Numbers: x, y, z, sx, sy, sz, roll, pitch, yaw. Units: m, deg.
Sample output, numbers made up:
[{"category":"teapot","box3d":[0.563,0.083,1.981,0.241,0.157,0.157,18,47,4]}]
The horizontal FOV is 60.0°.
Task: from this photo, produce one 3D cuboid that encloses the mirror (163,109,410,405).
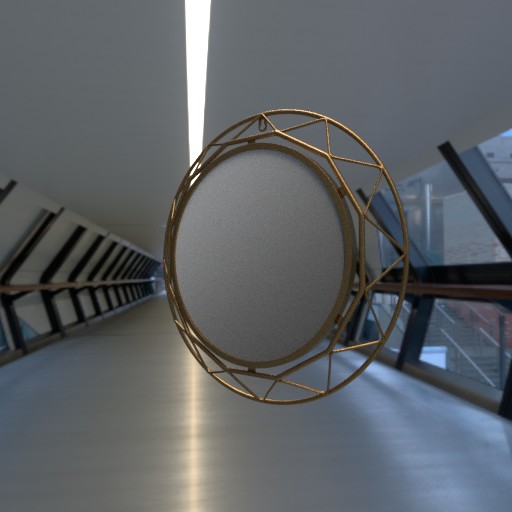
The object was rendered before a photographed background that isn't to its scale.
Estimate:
[{"category":"mirror","box3d":[0.000,0.000,0.679,0.454,0.454,0.043,-1,-2,36]}]
